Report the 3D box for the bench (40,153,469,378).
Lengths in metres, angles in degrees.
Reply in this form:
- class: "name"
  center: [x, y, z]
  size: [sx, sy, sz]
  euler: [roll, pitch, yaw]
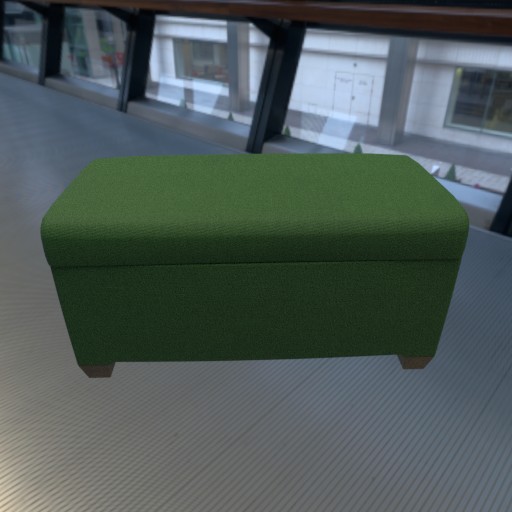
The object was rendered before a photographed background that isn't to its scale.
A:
- class: "bench"
  center: [0.000, 0.000, 1.296]
  size: [0.989, 0.501, 0.505]
  euler: [-1, 31, -2]
